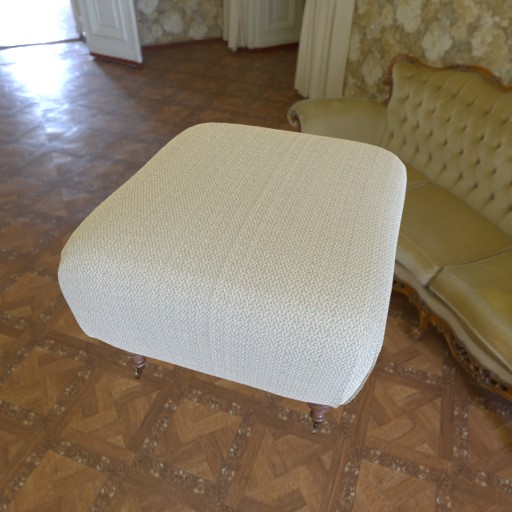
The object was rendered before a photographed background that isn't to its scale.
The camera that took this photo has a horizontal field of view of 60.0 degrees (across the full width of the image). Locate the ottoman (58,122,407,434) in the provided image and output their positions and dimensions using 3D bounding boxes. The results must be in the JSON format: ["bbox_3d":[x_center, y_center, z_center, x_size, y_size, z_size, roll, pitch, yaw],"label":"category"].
[{"bbox_3d":[0.000,0.000,1.072,0.622,0.447,0.684,12,42,14],"label":"ottoman"}]
